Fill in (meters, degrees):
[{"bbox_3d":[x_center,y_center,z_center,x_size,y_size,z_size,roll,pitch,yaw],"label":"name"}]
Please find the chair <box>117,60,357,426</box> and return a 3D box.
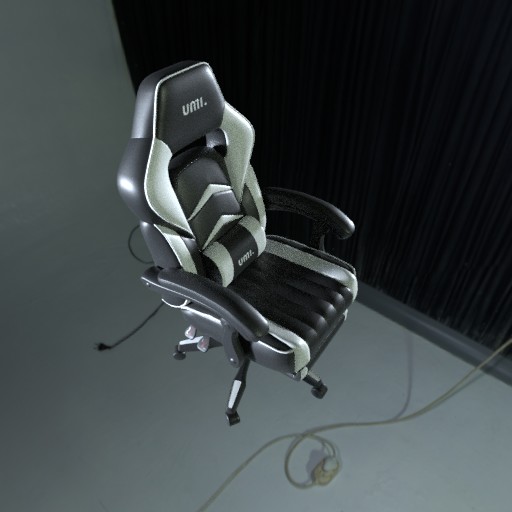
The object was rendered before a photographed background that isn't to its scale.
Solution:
[{"bbox_3d":[0.000,0.000,1.584,0.700,1.200,0.676,25,48,25],"label":"chair"}]
